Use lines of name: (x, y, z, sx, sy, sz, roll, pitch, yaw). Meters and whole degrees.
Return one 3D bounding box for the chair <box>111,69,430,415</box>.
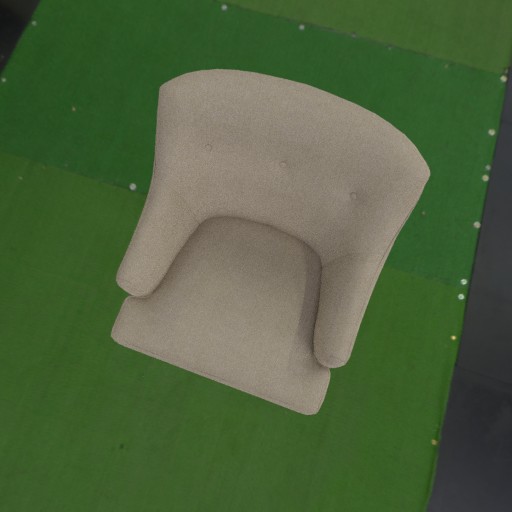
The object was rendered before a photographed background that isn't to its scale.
chair: (0.000, 0.000, 1.612, 0.864, 0.856, 0.923, 19, 76, 5)
